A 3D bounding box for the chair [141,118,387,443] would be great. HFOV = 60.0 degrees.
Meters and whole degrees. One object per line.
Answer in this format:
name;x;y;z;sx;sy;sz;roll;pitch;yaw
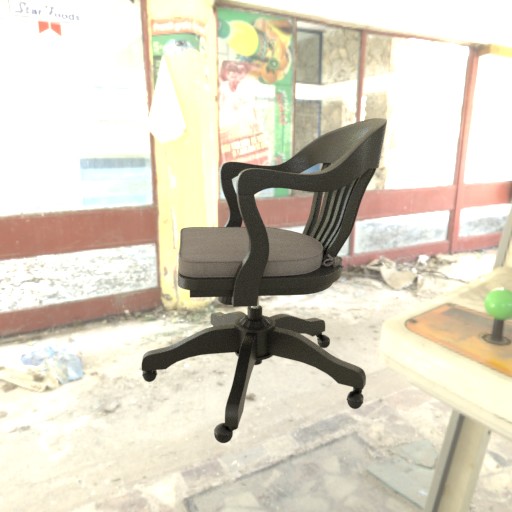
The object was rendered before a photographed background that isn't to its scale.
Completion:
chair;0.000;0.000;1.468;0.788;0.878;0.750;-2;14;-8
